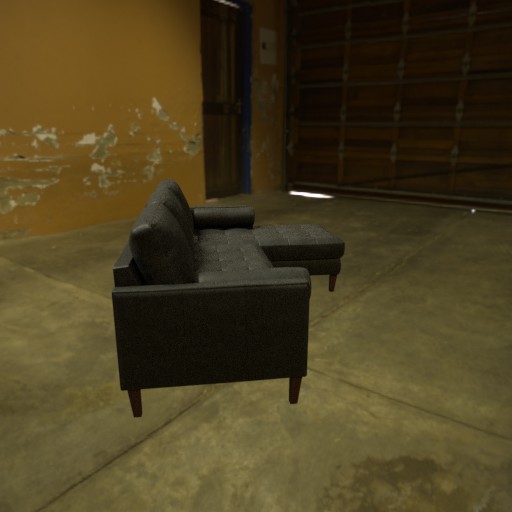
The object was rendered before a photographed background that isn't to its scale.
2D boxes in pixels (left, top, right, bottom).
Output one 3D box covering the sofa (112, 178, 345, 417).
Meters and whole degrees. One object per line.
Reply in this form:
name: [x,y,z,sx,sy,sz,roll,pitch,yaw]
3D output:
sofa: [0.000,0.000,2.956,1.497,0.876,2.178,-2,15,-8]
